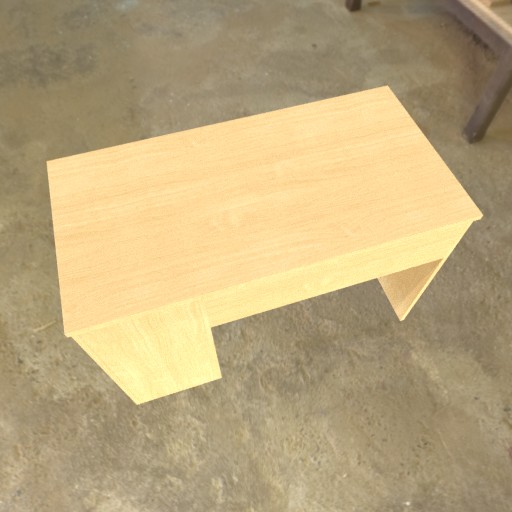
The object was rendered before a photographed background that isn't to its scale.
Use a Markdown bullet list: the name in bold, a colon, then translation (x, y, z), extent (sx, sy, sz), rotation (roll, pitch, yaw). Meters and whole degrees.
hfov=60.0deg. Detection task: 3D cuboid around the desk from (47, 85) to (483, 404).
- **desk**: translation (0.000, 0.000, 1.549), extent (1.097, 0.735, 0.560), rotation (-15, 60, -9)
